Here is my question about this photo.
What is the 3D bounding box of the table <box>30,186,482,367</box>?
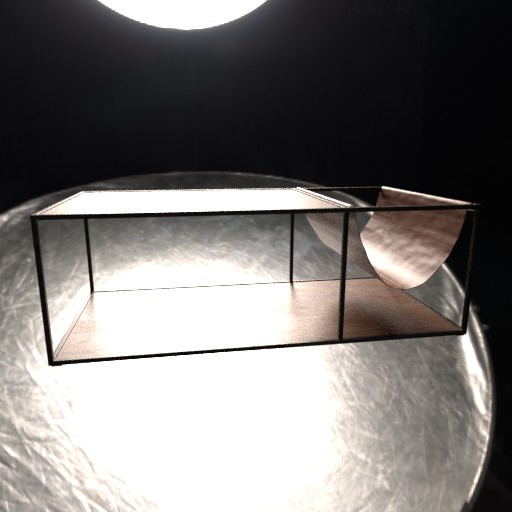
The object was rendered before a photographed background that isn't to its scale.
[{"bbox_3d":[0.000,0.000,1.491,1.199,0.403,0.597,-2,14,-9],"label":"table"}]
